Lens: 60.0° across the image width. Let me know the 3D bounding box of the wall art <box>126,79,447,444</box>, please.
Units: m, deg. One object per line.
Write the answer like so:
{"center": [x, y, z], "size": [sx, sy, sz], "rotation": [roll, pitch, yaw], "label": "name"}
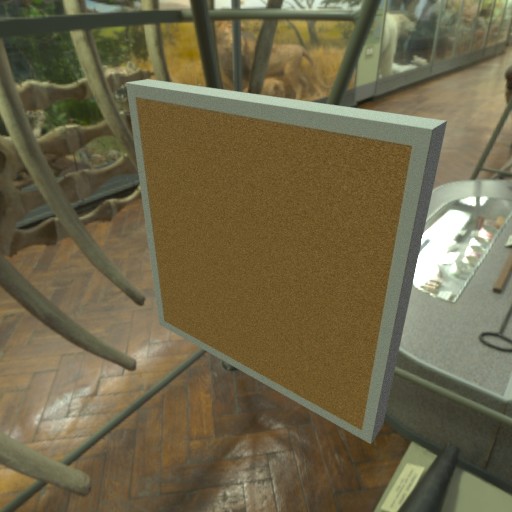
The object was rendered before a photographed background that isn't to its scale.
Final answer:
{"center": [0.000, 0.000, 0.596], "size": [0.406, 0.406, 0.038], "rotation": [21, 36, 32], "label": "wall art"}
